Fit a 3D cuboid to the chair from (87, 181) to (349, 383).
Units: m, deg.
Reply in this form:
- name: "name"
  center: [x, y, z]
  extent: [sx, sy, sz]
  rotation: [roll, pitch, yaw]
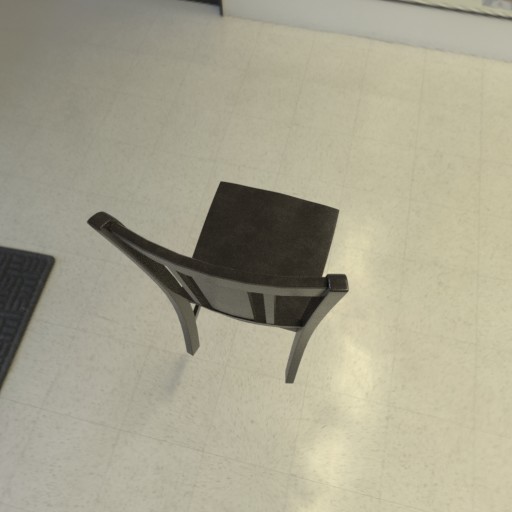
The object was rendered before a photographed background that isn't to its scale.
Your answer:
- name: "chair"
  center: [0.000, 0.000, 1.275]
  extent: [0.450, 0.998, 0.555]
  rotation: [15, 65, 7]
